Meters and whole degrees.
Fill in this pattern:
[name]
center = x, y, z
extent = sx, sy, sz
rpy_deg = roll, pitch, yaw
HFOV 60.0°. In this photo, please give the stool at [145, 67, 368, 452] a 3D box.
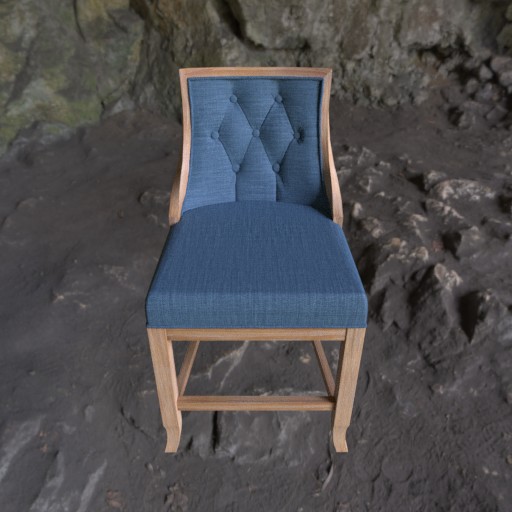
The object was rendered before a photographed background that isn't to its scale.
[stool]
center = 0.000, 0.000, 1.288
extent = 0.524, 0.938, 0.626
rpy_deg = 0, 32, 0
